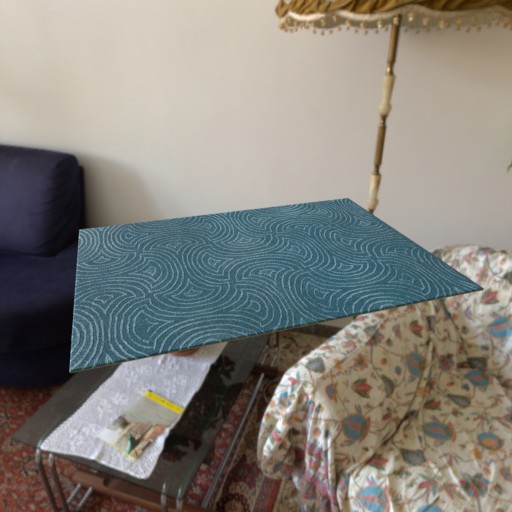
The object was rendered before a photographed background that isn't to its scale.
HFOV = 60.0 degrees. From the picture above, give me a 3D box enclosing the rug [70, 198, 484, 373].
[{"bbox_3d":[0.000,0.000,2.803,2.144,0.015,1.543,-8,28,-16],"label":"rug"}]
